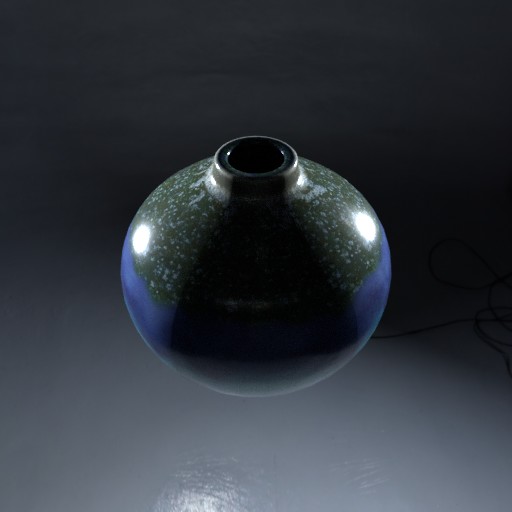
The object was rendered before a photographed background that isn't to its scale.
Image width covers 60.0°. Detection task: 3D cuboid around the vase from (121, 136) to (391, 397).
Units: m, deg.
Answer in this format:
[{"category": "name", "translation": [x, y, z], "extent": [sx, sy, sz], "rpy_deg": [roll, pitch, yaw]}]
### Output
[{"category": "vase", "translation": [0.000, 0.000, 0.257], "extent": [0.154, 0.133, 0.154], "rpy_deg": [0, 44, 0]}]
